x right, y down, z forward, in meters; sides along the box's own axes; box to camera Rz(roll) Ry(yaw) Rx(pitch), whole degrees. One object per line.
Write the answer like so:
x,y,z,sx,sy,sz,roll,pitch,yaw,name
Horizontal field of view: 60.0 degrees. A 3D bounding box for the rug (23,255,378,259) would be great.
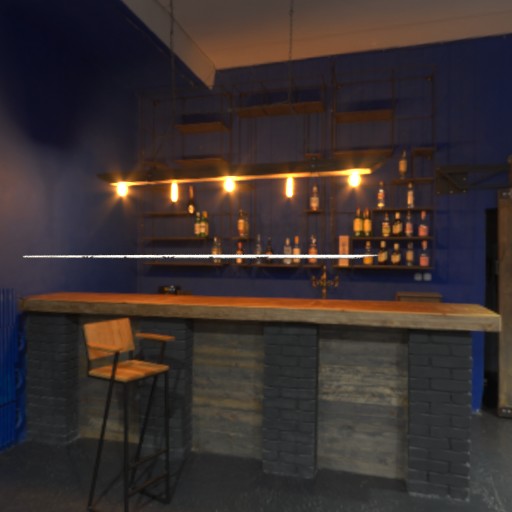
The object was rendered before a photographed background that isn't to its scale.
0.000,0.000,3.027,1.526,0.008,2.465,0,0,17,rug
